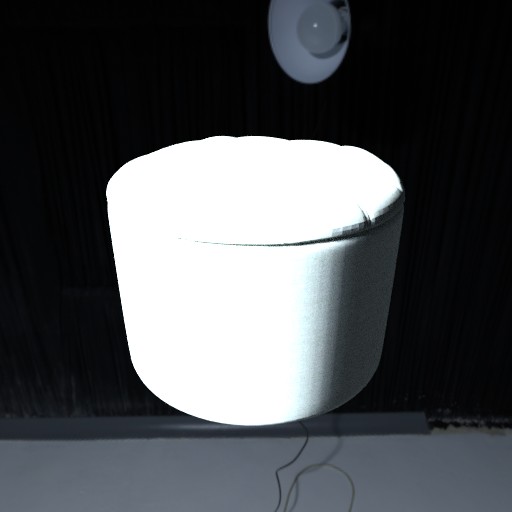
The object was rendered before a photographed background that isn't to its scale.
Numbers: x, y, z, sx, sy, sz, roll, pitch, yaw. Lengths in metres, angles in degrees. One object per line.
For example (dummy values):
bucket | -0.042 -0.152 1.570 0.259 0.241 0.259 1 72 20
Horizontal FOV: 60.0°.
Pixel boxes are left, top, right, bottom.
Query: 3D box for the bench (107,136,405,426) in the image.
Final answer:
bench | 0.000 0.000 0.999 0.600 0.453 0.600 0 26 0
